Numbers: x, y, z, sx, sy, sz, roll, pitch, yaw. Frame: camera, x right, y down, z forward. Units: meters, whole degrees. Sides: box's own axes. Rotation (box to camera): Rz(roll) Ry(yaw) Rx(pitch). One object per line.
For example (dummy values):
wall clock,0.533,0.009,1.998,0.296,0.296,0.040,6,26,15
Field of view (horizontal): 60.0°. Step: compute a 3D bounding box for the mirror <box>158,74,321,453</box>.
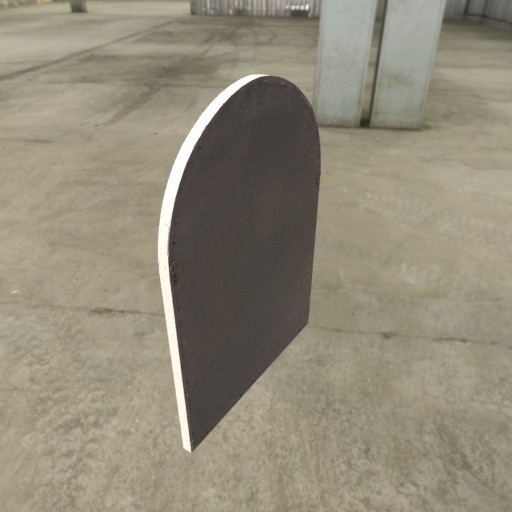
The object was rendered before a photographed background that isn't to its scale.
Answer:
mirror,0.000,0.000,1.205,0.032,0.920,0.660,20,37,29
